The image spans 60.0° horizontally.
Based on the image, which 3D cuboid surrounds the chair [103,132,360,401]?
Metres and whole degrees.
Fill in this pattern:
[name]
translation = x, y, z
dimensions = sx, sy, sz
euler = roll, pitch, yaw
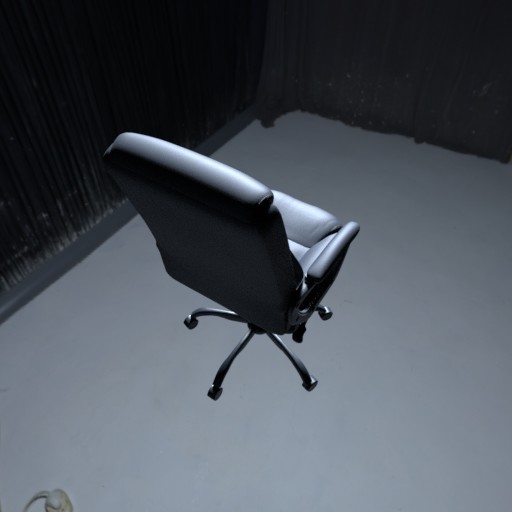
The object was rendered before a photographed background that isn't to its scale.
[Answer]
[chair]
translation = 0.000, 0.000, 1.488
dimensions = 0.615, 1.072, 0.655
euler = 26, 51, 23
